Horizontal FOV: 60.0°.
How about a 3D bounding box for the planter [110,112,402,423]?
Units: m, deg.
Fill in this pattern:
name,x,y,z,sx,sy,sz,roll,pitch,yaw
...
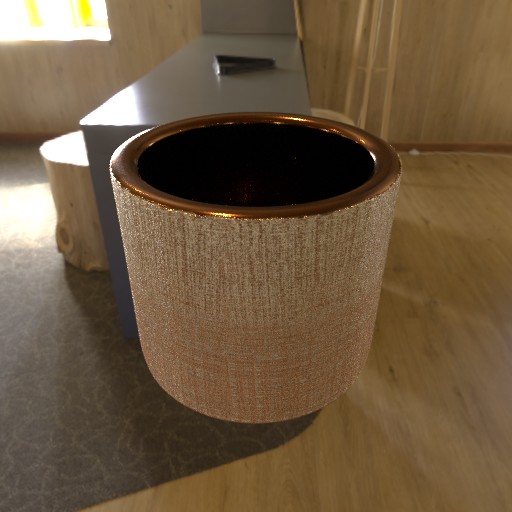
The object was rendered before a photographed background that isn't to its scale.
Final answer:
name,x,y,z,sx,sy,sz,roll,pitch,yaw
planter,0.000,0.000,0.315,0.177,0.157,0.177,0,33,0
